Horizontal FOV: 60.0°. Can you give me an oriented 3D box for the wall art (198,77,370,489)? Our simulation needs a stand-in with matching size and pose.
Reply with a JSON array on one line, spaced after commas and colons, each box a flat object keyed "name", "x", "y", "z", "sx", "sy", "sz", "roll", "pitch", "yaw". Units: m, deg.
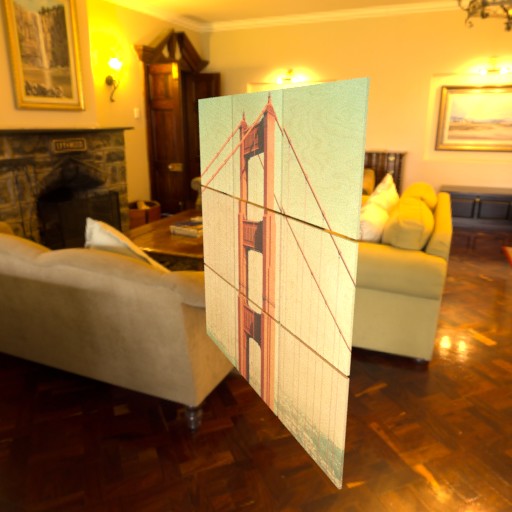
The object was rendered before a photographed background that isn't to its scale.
[{"name": "wall art", "x": 0.000, "y": 0.000, "z": 2.192, "sx": 0.013, "sy": 1.523, "sz": 1.517, "roll": -8, "pitch": 19, "yaw": -25}]
